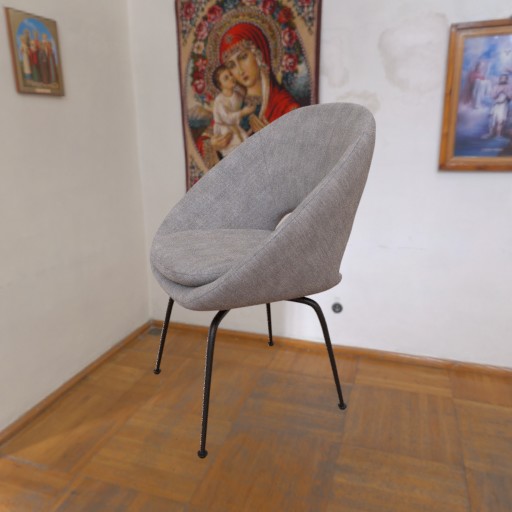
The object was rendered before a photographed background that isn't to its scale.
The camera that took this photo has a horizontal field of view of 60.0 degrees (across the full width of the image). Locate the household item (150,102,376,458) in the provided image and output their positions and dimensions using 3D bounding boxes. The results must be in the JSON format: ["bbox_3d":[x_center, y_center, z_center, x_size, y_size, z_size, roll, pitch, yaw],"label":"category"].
[{"bbox_3d":[0.000,0.000,1.311,0.587,0.869,0.643,-8,18,-26],"label":"household item"}]
